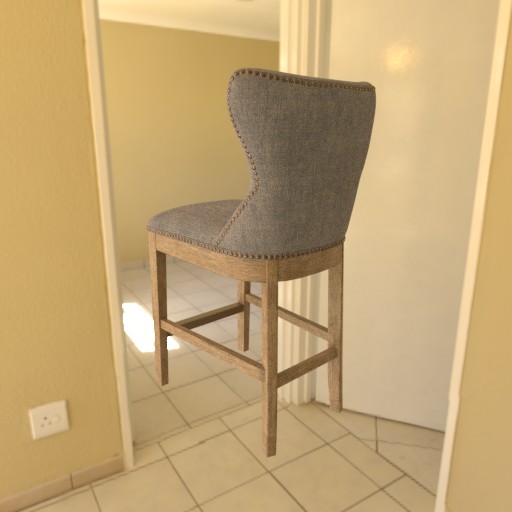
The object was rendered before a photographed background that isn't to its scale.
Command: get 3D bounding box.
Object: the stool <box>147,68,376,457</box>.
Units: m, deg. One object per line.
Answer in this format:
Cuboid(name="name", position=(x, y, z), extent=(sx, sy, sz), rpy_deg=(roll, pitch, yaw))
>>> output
Cuboid(name="stool", position=(0.000, 0.000, 1.341), extent=(0.498, 0.981, 0.608), rpy_deg=(-14, 21, -40))
